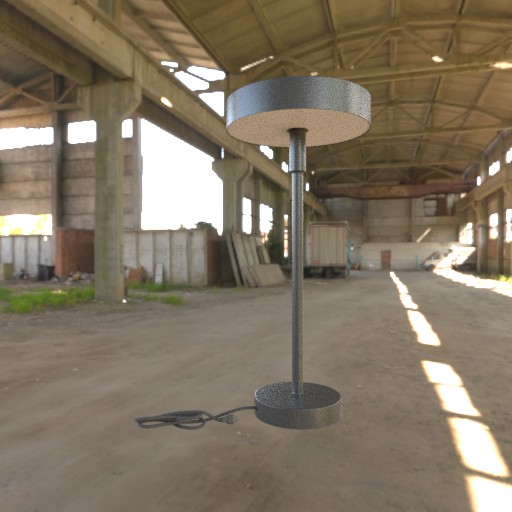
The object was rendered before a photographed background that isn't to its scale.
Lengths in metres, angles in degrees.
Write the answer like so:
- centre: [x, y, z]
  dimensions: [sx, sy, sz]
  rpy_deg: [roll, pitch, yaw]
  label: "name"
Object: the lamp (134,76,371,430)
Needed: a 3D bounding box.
- centre: [0.000, 0.000, 0.696]
  dimensions: [0.369, 0.508, 0.229]
  rpy_deg: [0, 1, -17]
  label: "lamp"
